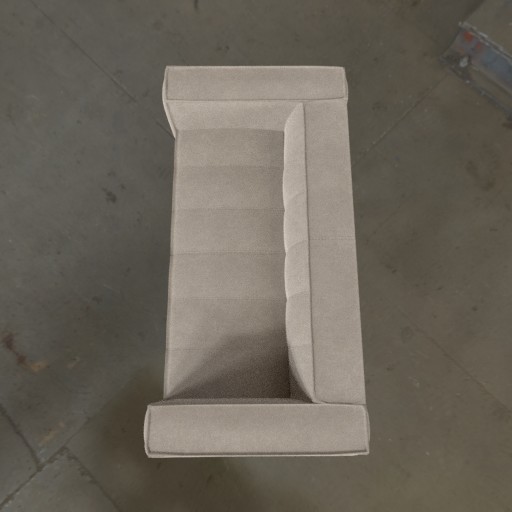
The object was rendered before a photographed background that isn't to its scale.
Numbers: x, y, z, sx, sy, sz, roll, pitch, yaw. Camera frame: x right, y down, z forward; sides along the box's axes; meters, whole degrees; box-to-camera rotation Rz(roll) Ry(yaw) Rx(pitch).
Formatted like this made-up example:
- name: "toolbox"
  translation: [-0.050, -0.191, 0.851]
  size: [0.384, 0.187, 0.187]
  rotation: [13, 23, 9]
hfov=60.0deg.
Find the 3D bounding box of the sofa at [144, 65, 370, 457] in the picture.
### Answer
- name: "sofa"
  translation: [0.000, 0.000, 2.477]
  size: [1.038, 0.680, 1.995]
  rotation: [0, 76, 0]
